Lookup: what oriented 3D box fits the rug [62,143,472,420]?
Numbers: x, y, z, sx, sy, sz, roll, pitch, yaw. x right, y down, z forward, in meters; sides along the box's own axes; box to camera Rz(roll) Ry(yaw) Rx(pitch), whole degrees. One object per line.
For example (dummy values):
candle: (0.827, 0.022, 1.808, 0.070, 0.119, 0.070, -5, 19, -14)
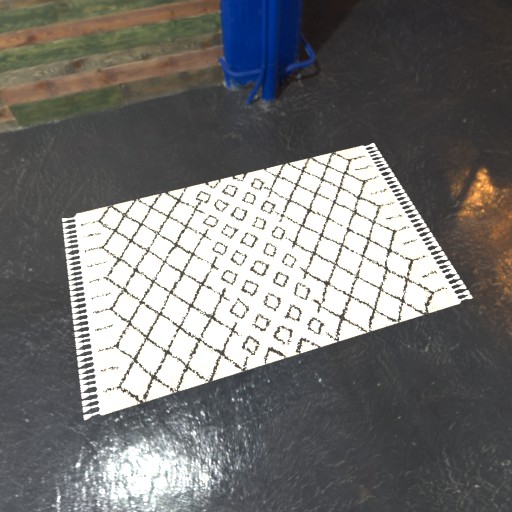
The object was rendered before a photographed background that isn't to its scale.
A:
rug: (0.000, 0.000, 2.457, 2.006, 0.008, 1.196, -15, 59, -9)
